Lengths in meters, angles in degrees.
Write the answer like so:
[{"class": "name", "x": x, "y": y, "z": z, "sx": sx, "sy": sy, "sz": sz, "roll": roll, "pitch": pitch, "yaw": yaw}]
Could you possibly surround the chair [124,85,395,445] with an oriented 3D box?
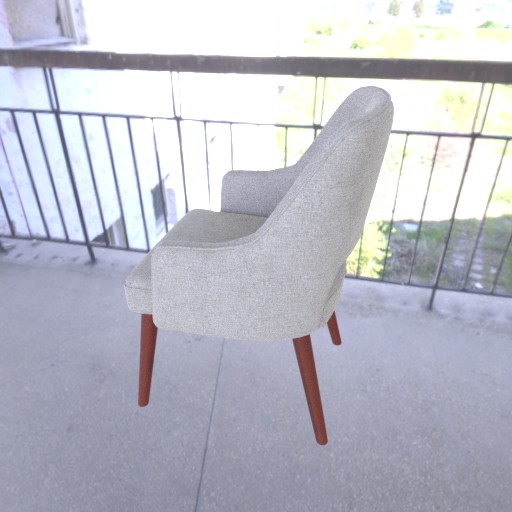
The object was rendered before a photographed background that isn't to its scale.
[{"class": "chair", "x": 0.000, "y": 0.000, "z": 1.199, "sx": 0.605, "sy": 0.849, "sz": 0.548, "roll": 7, "pitch": 31, "yaw": 13}]
